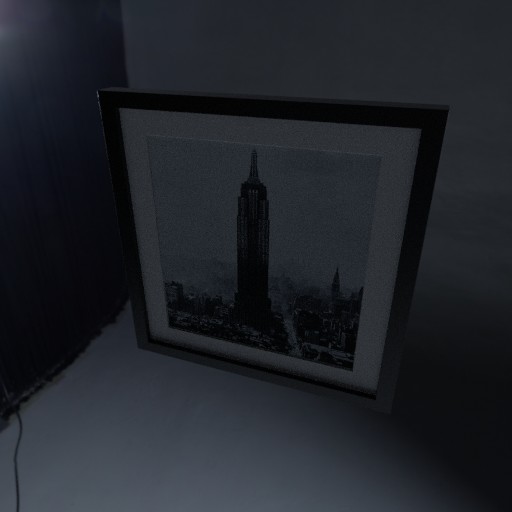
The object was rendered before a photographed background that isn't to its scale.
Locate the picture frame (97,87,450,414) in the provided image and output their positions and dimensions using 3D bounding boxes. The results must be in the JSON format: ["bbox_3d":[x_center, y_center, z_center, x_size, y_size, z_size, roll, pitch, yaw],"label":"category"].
[{"bbox_3d":[0.000,0.000,0.518,0.355,0.353,0.029,10,29,18],"label":"picture frame"}]
